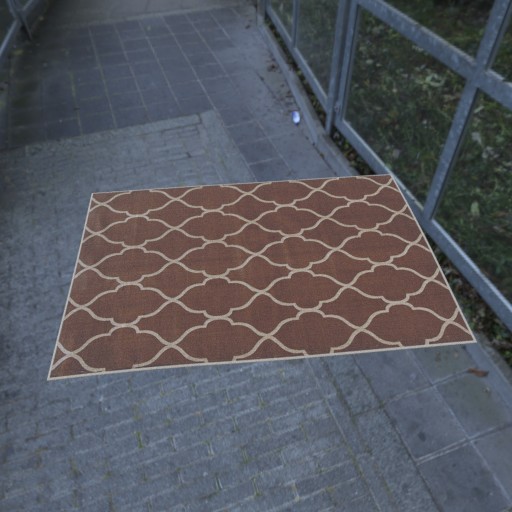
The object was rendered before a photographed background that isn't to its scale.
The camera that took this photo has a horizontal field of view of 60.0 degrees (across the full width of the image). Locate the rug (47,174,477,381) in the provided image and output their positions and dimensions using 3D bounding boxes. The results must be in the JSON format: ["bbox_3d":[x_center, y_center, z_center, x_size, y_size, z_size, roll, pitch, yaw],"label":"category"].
[{"bbox_3d":[0.000,0.000,2.852,2.294,0.014,1.528,-4,47,-4],"label":"rug"}]
